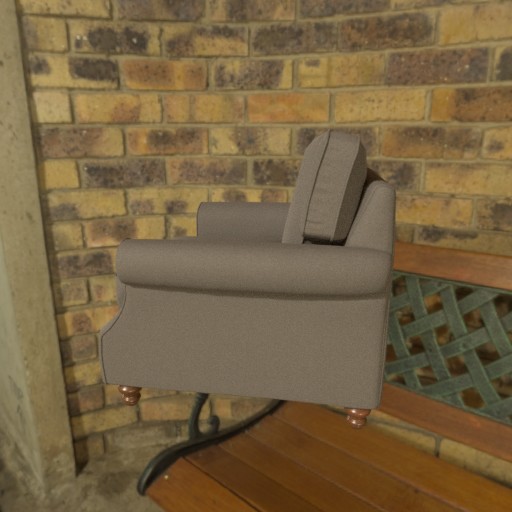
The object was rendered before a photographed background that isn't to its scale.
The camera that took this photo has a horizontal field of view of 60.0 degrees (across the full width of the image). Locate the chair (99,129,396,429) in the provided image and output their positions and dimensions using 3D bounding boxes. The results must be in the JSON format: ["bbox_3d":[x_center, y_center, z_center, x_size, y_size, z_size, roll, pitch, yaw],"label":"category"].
[{"bbox_3d":[0.000,0.000,1.781,0.966,0.967,1.029,2,15,9],"label":"chair"}]
